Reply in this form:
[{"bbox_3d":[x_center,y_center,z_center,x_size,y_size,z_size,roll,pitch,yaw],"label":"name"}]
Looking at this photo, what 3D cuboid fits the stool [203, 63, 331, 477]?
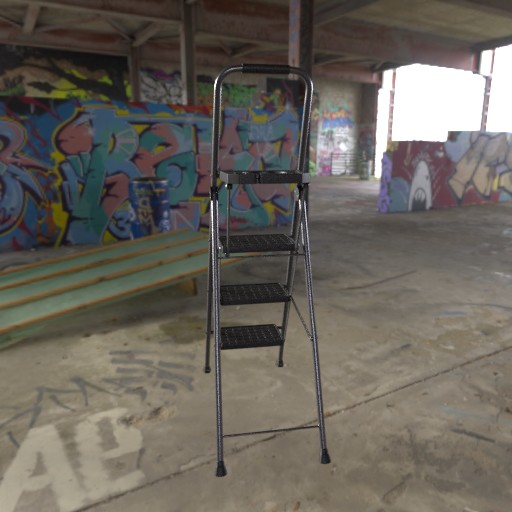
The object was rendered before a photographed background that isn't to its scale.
[{"bbox_3d":[0.000,0.000,1.657,0.396,1.277,0.733,-2,14,-10],"label":"stool"}]
